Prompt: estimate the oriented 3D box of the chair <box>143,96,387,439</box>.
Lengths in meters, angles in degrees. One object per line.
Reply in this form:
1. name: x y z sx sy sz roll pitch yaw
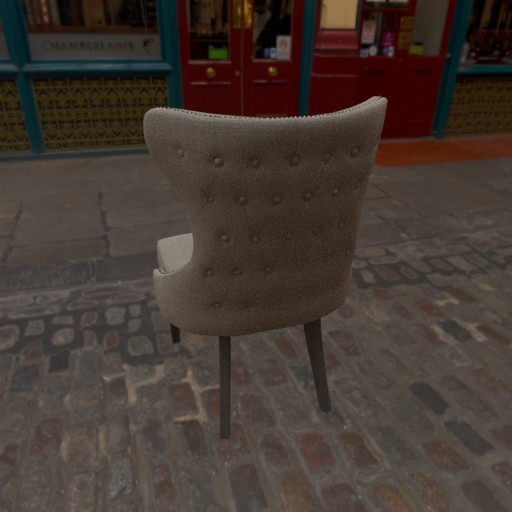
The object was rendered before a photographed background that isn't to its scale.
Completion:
1. chair: 0.000 0.000 1.377 0.628 0.967 0.635 -8 28 -16
